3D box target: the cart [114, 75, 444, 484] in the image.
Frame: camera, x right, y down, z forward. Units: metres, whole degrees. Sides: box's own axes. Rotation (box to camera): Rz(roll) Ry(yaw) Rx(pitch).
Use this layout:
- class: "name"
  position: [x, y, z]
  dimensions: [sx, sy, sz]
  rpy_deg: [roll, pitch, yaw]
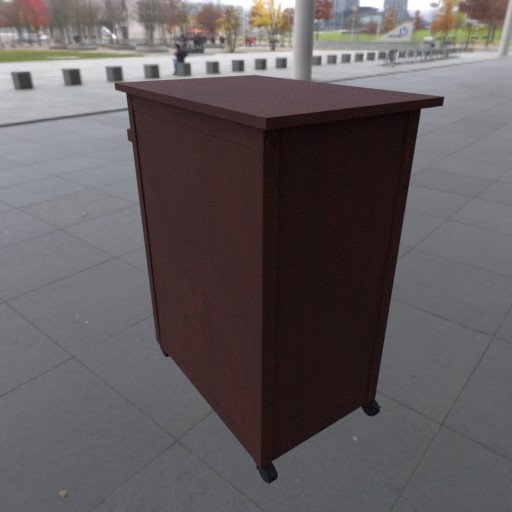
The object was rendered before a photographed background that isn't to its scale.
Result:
- class: "cart"
  position: [0.000, 0.000, 1.215]
  dimensions: [0.442, 0.864, 0.683]
  rpy_deg: [-17, 31, -31]
